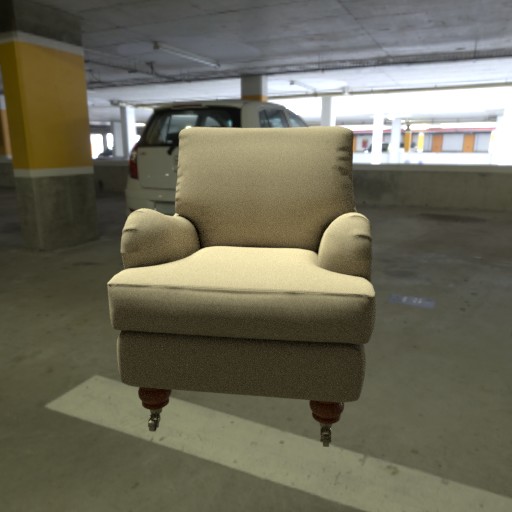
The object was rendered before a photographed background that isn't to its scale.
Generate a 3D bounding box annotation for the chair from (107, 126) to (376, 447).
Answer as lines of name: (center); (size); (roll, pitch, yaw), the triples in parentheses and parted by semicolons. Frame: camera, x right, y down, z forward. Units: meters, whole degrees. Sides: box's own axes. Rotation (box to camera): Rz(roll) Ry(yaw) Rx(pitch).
chair: (0.000, 0.000, 1.879); (0.895, 1.076, 1.078); (2, 14, 8)
